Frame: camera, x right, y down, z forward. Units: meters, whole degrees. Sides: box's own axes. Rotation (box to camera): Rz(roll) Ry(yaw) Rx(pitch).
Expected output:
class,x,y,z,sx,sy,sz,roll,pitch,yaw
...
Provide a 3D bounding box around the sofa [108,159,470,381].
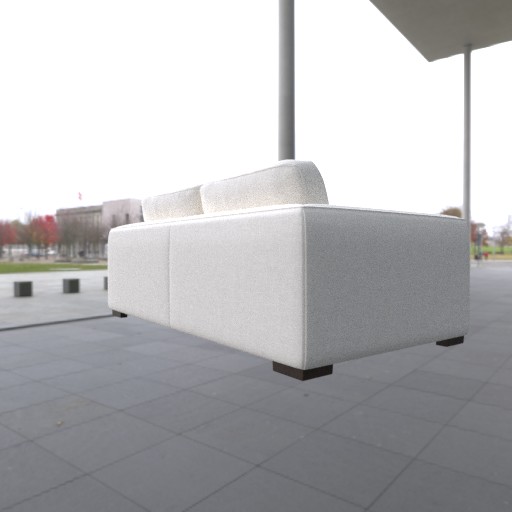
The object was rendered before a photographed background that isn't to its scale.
class,x,y,z,sx,sy,sz,roll,pitch,yaw
sofa,0.000,0.000,2.476,1.069,0.801,1.920,-1,1,-37
